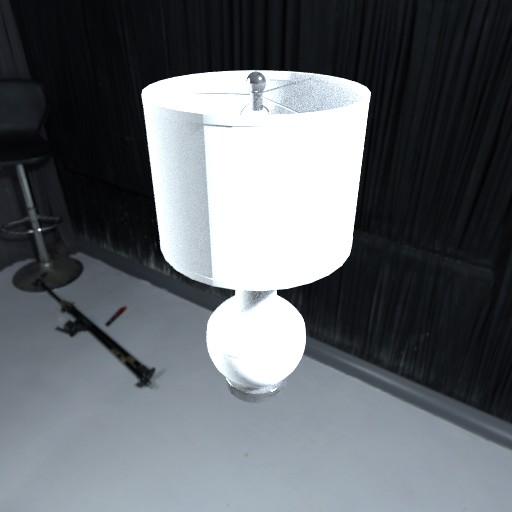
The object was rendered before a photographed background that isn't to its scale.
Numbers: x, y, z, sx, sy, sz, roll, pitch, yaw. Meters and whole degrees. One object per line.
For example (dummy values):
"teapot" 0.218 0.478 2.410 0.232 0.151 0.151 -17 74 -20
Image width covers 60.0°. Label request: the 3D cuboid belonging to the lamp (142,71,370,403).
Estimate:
"lamp" 0.000 0.000 0.865 0.357 0.673 0.357 20 36 30
